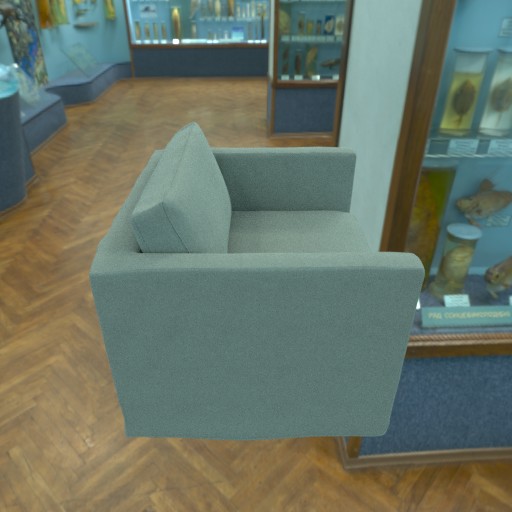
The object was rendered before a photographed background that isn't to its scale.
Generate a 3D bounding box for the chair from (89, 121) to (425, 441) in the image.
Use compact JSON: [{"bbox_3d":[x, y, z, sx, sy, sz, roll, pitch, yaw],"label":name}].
[{"bbox_3d":[0.000,0.000,1.762,0.949,0.863,1.057,0,32,0],"label":"chair"}]
